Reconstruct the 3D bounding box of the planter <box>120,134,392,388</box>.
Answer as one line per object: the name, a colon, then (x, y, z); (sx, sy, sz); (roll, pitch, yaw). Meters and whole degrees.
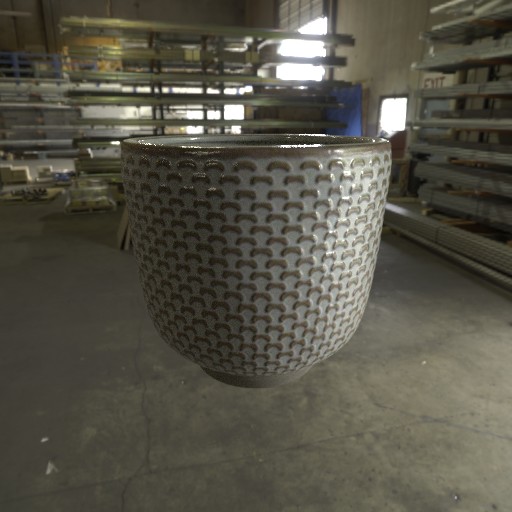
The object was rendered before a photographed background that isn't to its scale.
planter: (0.000, 0.000, 0.253); (0.139, 0.130, 0.139); (0, 17, 0)
